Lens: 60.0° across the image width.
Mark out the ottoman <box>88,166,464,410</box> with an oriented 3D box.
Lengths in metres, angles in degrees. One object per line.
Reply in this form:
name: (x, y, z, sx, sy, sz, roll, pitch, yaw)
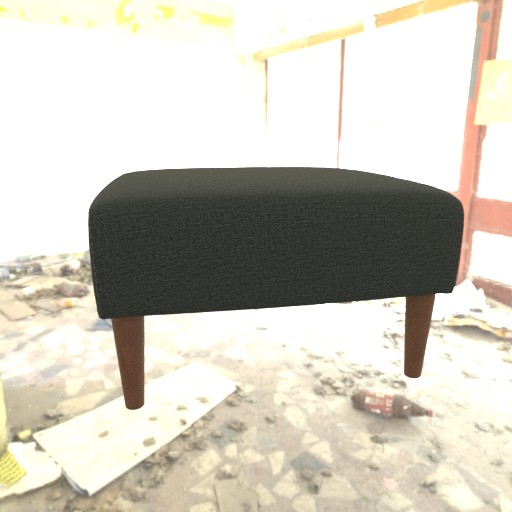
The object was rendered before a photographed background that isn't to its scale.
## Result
ottoman: (0.000, 0.000, 1.053, 0.650, 0.398, 0.649, -3, 15, -11)
